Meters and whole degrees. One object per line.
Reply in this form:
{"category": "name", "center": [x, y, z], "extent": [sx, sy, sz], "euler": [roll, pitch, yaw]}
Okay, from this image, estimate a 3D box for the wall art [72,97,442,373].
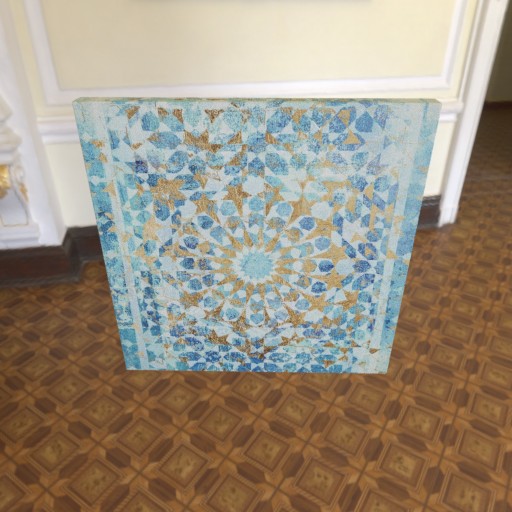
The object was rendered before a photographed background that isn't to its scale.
{"category": "wall art", "center": [0.000, 0.000, 0.899], "extent": [0.609, 0.609, 0.040], "euler": [1, 31, 1]}
